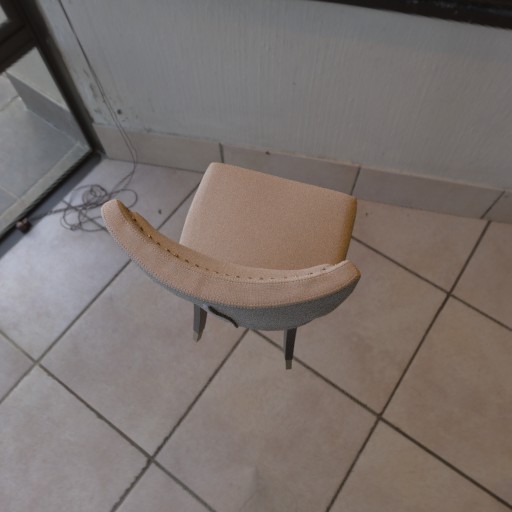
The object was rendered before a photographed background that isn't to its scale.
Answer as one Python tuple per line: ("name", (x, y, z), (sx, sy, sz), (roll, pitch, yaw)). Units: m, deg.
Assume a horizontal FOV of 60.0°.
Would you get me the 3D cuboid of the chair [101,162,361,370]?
("chair", (0.000, 0.000, 1.317), (0.526, 0.950, 0.630), (15, 66, 7))
